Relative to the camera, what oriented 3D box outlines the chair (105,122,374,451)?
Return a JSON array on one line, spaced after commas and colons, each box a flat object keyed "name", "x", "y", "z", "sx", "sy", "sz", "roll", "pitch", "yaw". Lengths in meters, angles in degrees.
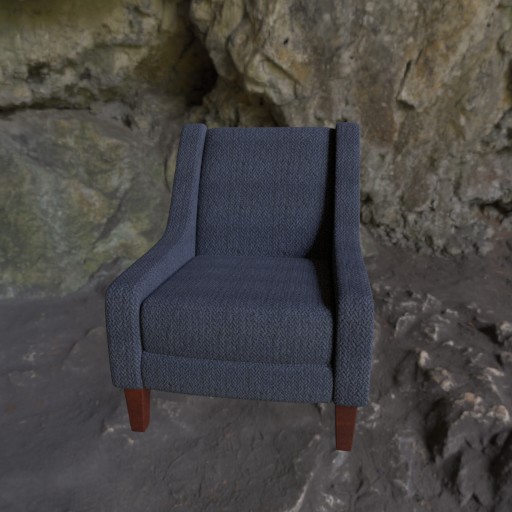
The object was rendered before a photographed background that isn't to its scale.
[{"name": "chair", "x": 0.000, "y": 0.000, "z": 1.684, "sx": 0.793, "sy": 1.012, "sz": 0.944, "roll": 2, "pitch": 14, "yaw": 8}]
